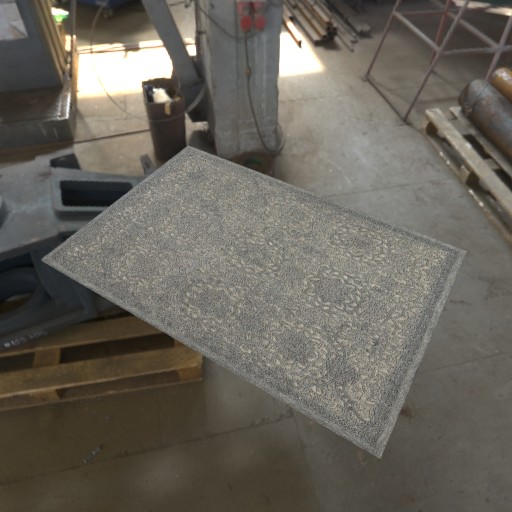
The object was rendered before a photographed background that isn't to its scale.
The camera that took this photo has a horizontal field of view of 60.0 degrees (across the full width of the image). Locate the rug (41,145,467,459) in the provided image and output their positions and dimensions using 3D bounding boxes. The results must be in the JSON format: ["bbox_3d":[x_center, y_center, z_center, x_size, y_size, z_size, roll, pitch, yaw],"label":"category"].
[{"bbox_3d":[0.000,0.000,2.274,1.819,0.012,1.208,25,52,21],"label":"rug"}]
